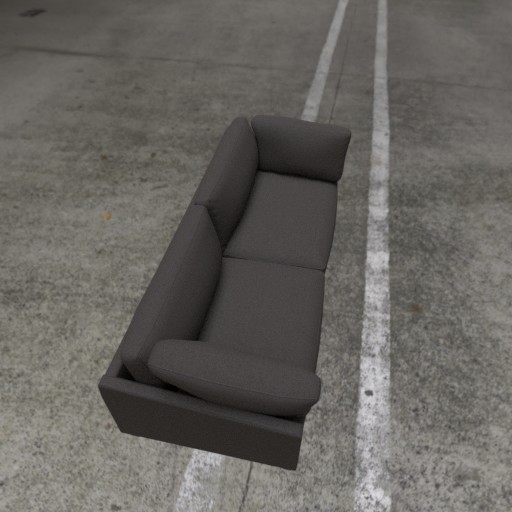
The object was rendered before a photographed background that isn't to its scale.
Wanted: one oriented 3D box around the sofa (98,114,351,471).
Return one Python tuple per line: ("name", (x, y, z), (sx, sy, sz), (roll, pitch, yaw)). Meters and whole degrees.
("sofa", (0.000, 0.000, 2.797), (0.969, 0.792, 2.312), (9, 47, 8))
